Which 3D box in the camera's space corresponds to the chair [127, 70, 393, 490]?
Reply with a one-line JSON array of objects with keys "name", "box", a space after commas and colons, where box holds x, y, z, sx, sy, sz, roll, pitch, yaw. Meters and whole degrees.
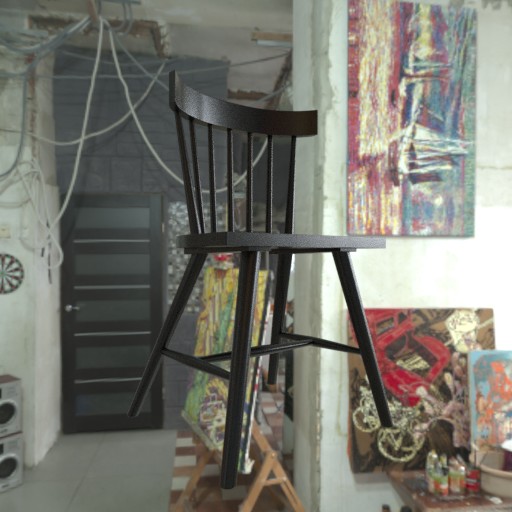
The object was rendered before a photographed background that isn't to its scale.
[{"name": "chair", "box": [0.000, 0.000, 1.138, 0.506, 0.844, 0.483, 0, 0, -37]}]
